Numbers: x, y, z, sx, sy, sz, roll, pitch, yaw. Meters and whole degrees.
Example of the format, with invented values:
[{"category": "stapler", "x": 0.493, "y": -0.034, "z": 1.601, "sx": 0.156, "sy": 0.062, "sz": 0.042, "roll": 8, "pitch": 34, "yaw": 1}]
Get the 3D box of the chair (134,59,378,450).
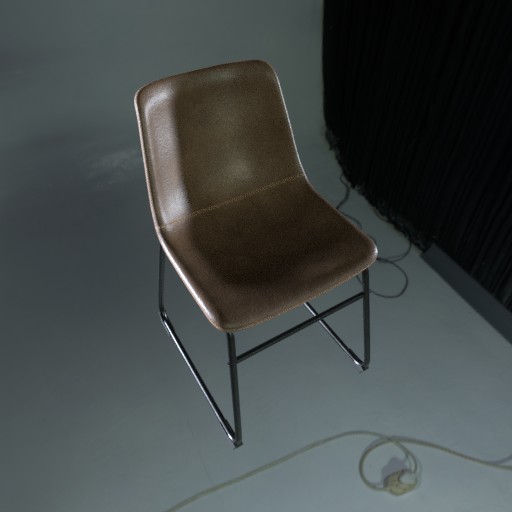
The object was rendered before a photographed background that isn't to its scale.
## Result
[{"category": "chair", "x": 0.000, "y": 0.000, "z": 1.143, "sx": 0.460, "sy": 0.780, "sz": 0.551, "roll": -23, "pitch": 50, "yaw": -21}]
